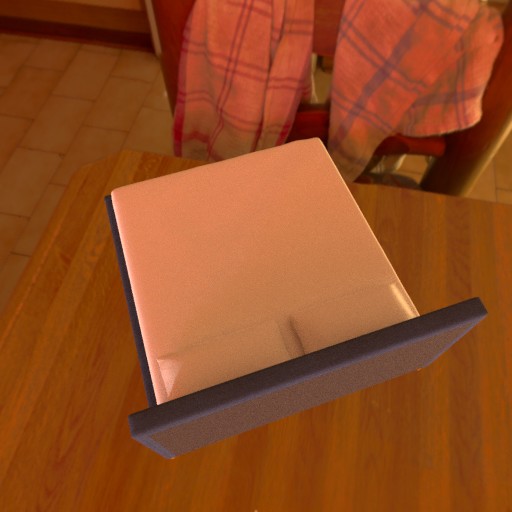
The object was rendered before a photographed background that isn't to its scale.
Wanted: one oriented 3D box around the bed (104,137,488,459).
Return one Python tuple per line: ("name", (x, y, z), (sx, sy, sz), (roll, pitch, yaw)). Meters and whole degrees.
("bed", (0.000, 0.000, 3.407), (2.096, 1.231, 2.232), (-16, 61, -9))
